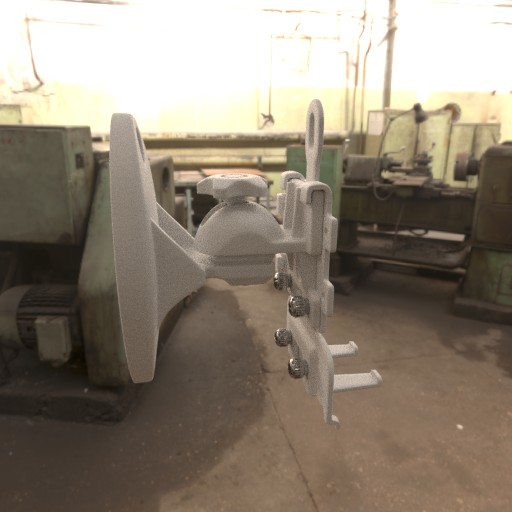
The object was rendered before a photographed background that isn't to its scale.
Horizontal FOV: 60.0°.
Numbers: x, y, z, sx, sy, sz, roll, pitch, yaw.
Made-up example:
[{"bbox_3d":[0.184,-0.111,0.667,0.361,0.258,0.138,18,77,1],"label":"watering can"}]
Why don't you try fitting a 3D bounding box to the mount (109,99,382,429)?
[{"bbox_3d":[0.000,0.000,0.176,0.100,0.118,0.066,-3,17,-9],"label":"mount"}]
